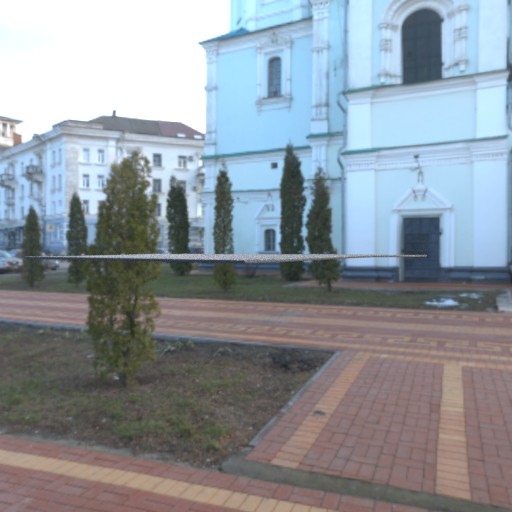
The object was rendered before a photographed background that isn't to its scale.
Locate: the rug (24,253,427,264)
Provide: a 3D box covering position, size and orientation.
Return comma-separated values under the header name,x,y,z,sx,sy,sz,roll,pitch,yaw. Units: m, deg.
name,x,y,z,sx,sy,sz,roll,pitch,yaw
rug,0.000,0.000,3.027,1.624,0.030,2.349,0,1,37
